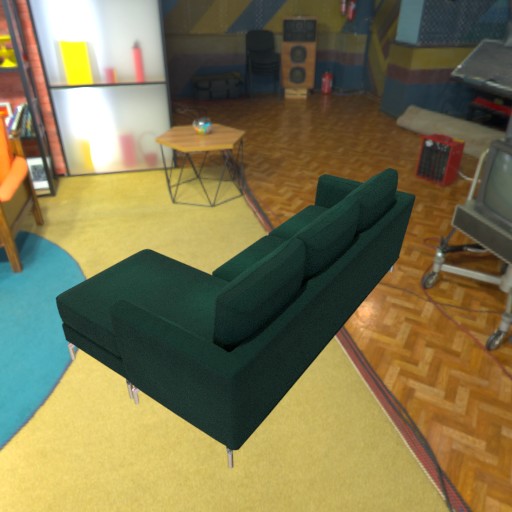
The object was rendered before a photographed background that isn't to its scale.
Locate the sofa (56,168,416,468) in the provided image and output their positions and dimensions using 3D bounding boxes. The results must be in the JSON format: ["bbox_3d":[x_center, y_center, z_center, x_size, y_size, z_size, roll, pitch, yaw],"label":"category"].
[{"bbox_3d":[0.000,0.000,3.254,1.489,1.007,2.441,20,36,30],"label":"sofa"}]
